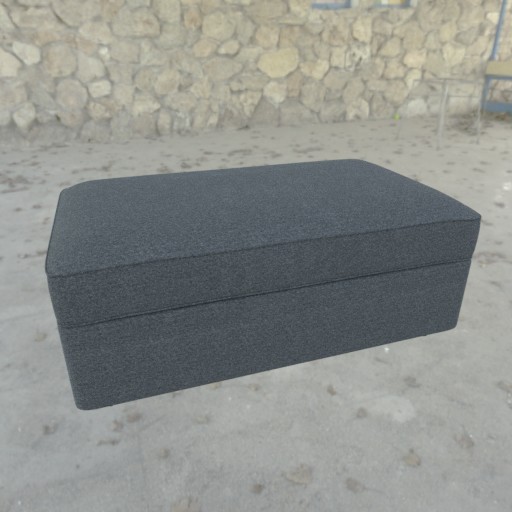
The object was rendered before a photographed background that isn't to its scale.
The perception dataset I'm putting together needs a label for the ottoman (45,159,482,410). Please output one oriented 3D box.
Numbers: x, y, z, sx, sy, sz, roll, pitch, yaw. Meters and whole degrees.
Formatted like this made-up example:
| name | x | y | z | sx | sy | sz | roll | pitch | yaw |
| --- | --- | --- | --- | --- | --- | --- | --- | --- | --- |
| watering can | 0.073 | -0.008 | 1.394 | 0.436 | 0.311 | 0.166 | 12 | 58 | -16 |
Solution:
| name | x | y | z | sx | sy | sz | roll | pitch | yaw |
| --- | --- | --- | --- | --- | --- | --- | --- | --- | --- |
| ottoman | 0.000 | 0.000 | 1.463 | 1.173 | 0.494 | 0.681 | -8 | 27 | -17 |
